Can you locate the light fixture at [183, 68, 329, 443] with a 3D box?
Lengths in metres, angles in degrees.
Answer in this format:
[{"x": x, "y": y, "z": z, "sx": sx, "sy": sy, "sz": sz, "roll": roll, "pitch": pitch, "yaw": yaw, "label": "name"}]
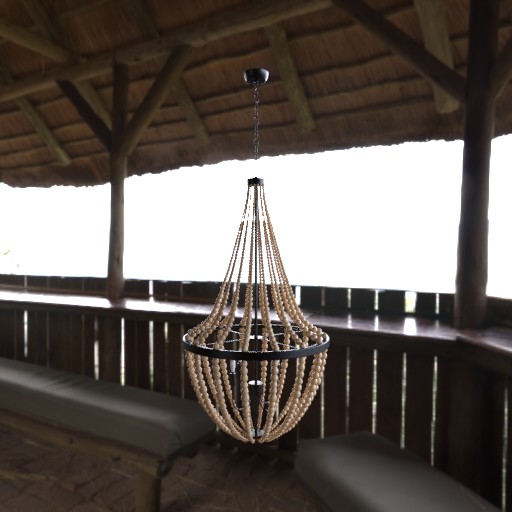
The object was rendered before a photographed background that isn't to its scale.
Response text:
[{"x": 0.000, "y": 0.000, "z": 1.379, "sx": 0.450, "sy": 1.133, "sz": 0.450, "roll": 0, "pitch": 0, "yaw": 0, "label": "light fixture"}]
